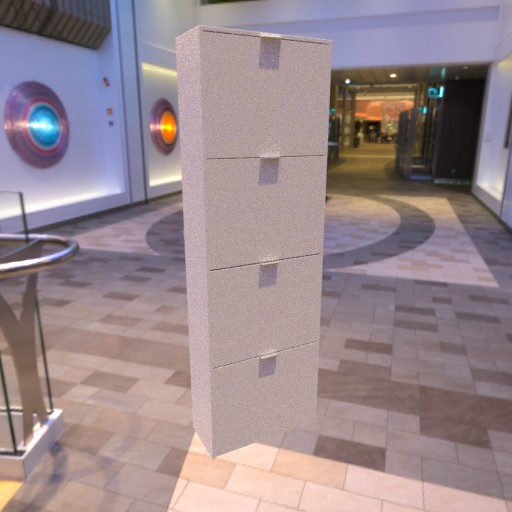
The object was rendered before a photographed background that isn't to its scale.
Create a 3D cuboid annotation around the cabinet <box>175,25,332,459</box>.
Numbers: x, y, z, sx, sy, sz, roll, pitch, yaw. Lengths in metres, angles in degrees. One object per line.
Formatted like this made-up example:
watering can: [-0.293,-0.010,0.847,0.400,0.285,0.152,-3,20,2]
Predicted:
cabinet: [0.000,0.000,1.822,0.520,1.630,0.255,-8,18,-27]
